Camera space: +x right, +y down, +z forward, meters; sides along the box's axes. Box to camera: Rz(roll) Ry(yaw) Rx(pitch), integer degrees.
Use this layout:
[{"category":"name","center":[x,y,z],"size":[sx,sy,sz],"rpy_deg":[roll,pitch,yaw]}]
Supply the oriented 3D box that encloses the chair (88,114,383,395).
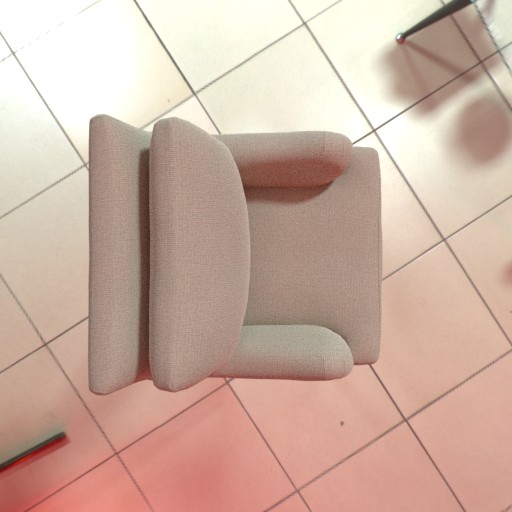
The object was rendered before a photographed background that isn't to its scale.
[{"category":"chair","center":[0.000,0.000,1.846],"size":[1.070,1.038,0.955],"rpy_deg":[0,90,-1]}]
